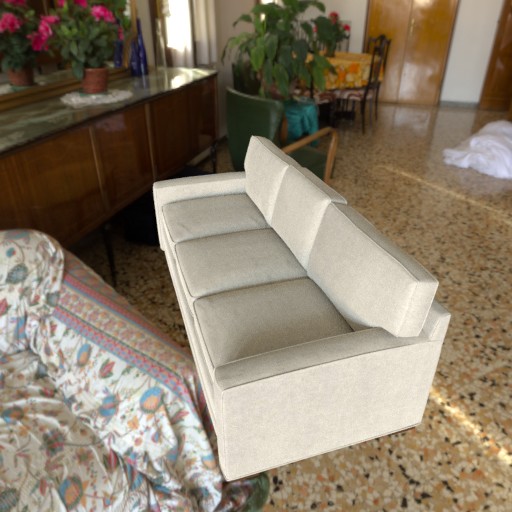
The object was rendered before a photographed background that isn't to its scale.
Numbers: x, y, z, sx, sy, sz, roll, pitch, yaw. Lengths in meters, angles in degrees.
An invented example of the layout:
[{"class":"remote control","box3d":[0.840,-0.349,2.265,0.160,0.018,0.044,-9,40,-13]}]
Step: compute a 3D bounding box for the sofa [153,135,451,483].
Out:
[{"class":"sofa","box3d":[0.000,0.000,2.561,0.936,0.862,2.093,-9,32,-15]}]
